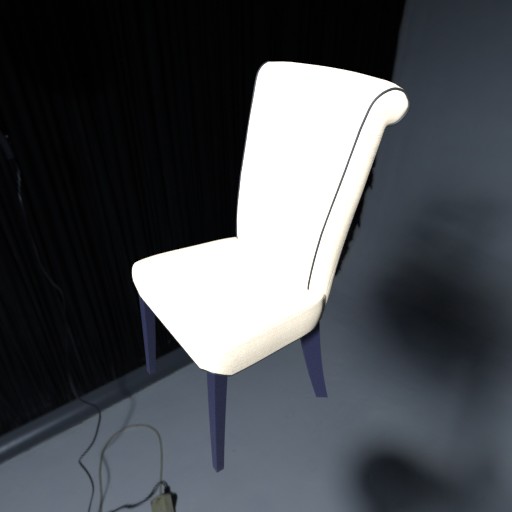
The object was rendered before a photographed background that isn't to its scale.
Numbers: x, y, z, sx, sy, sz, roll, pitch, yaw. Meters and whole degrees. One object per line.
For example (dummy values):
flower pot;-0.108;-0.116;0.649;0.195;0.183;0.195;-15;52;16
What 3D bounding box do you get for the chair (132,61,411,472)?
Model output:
chair;0.000;0.000;1.330;0.623;0.997;0.522;-21;37;-30
